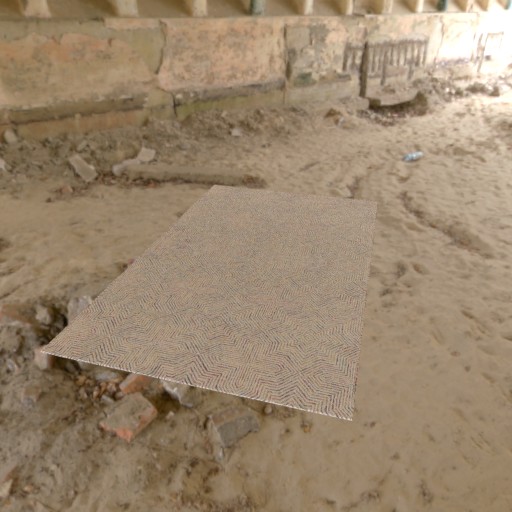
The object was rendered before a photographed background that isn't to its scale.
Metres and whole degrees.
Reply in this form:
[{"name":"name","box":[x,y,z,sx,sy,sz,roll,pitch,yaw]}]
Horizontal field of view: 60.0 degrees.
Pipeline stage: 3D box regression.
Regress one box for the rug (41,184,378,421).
[{"name":"rug","box":[0.000,0.000,3.017,1.519,0.007,2.428,8,30,14]}]
